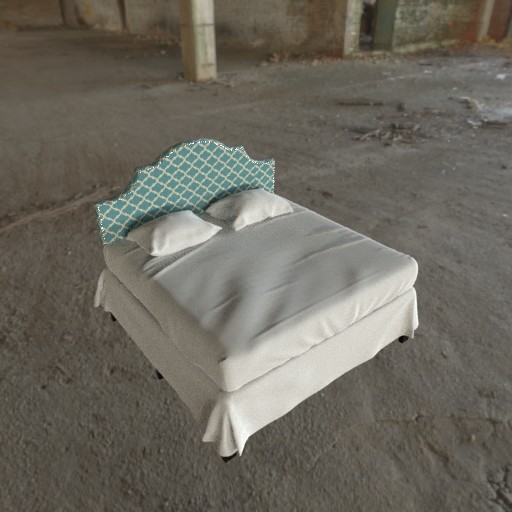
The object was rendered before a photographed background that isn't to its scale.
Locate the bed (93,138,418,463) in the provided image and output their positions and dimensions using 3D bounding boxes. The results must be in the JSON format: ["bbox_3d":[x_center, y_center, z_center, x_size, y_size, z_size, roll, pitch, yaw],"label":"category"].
[{"bbox_3d":[0.000,0.000,3.837,2.314,1.601,2.222,-21,37,-32],"label":"bed"}]
